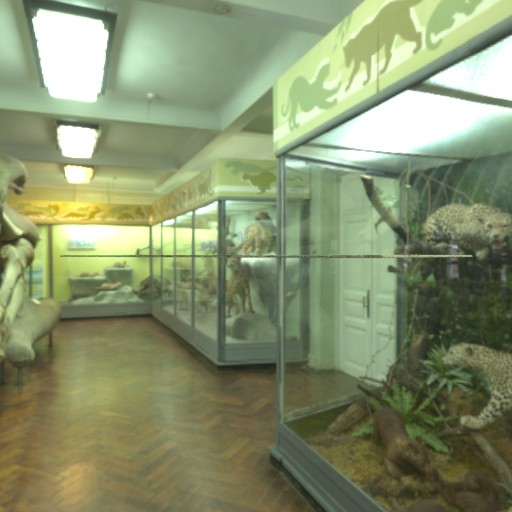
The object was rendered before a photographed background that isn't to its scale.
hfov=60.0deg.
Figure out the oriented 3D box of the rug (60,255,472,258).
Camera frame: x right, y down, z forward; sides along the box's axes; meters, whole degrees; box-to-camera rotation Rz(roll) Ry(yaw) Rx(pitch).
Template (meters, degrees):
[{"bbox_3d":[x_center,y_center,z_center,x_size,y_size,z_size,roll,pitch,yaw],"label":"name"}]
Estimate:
[{"bbox_3d":[0.000,0.000,4.825,3.824,0.019,2.393,0,0,38],"label":"rug"}]
